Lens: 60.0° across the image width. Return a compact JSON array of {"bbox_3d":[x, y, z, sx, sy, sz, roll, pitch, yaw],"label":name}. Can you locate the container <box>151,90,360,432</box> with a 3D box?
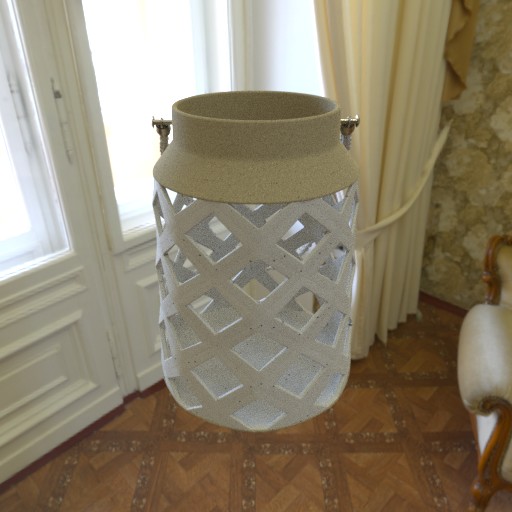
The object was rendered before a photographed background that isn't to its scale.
[{"bbox_3d":[0.000,0.000,0.344,0.163,0.229,0.172,-1,29,-1],"label":"container"}]
